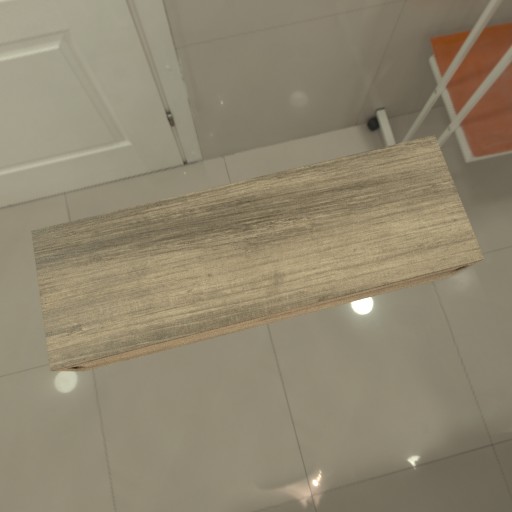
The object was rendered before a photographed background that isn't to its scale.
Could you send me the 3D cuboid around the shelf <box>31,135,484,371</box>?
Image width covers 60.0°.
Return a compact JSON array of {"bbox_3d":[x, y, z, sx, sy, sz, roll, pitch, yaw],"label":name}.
[{"bbox_3d":[0.000,0.000,0.686,0.610,0.125,0.200,-14,76,-4],"label":"shelf"}]
